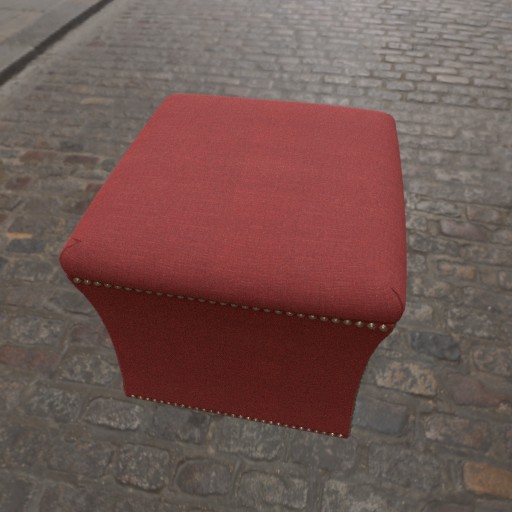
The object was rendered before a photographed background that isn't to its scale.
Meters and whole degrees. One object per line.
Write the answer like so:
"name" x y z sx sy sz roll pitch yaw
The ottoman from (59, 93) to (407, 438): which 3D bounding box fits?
"ottoman" 0.000 0.000 0.893 0.497 0.475 0.507 8 47 8
